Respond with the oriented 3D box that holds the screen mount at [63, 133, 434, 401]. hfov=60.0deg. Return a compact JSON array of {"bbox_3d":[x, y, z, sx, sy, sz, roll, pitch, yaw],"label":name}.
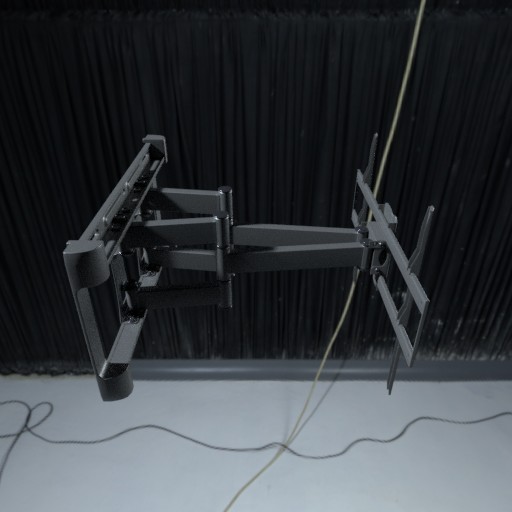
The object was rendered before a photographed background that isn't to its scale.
[{"bbox_3d":[0.000,0.000,1.115,0.644,0.491,0.661,0,32,0],"label":"screen mount"}]
